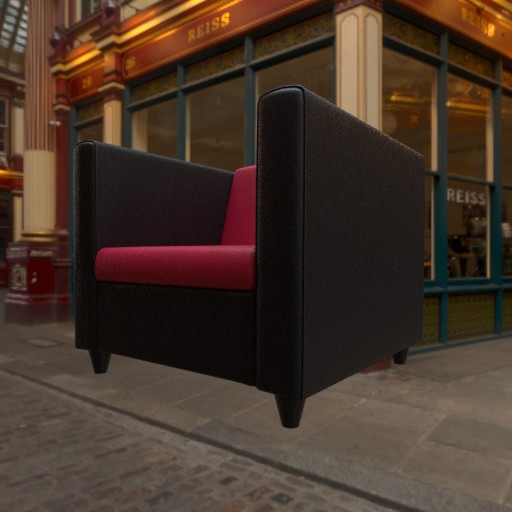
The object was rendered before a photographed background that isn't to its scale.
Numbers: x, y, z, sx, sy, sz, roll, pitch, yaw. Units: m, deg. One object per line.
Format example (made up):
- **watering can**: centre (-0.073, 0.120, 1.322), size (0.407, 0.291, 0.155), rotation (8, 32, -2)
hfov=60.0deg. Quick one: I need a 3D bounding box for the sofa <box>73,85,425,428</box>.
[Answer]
- **sofa**: centre (0.000, 0.000, 1.436), size (0.839, 0.724, 0.809), rotation (0, 0, 37)
